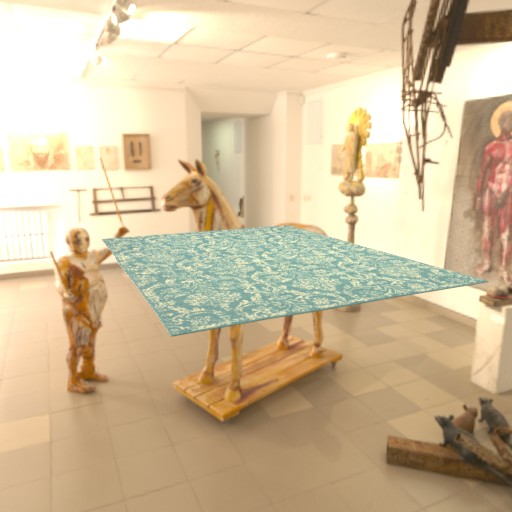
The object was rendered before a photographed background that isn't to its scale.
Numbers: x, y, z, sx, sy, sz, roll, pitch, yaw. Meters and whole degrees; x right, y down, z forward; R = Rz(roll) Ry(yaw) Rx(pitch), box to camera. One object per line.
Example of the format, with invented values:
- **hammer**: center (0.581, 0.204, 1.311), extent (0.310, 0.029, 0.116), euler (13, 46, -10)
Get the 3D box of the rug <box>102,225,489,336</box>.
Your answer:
- **rug**: center (0.000, 0.000, 4.062), extent (2.363, 0.012, 2.980), euler (-6, 14, -25)
